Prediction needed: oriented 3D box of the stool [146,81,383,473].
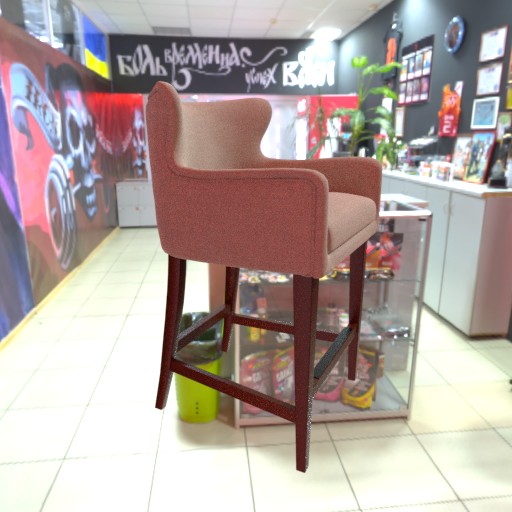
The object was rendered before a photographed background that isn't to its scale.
[{"bbox_3d":[0.000,0.000,1.395,0.637,0.987,0.615,8,17,26],"label":"stool"}]
